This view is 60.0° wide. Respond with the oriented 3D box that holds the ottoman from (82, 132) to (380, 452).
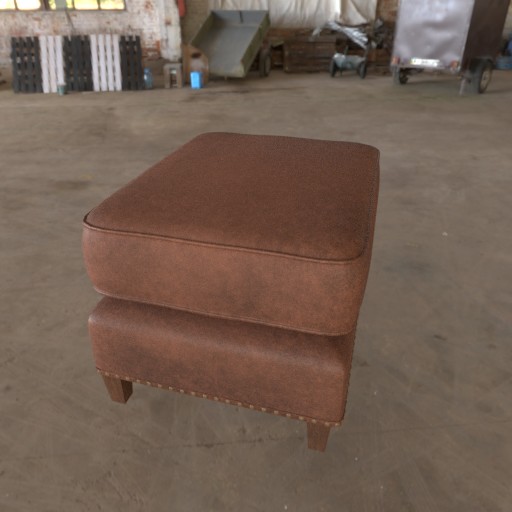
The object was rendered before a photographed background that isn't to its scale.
[{"bbox_3d":[0.000,0.000,1.190,0.589,0.537,0.738,8,32,14],"label":"ottoman"}]
